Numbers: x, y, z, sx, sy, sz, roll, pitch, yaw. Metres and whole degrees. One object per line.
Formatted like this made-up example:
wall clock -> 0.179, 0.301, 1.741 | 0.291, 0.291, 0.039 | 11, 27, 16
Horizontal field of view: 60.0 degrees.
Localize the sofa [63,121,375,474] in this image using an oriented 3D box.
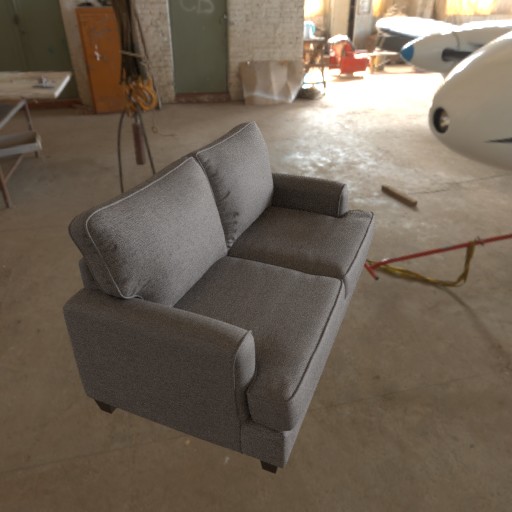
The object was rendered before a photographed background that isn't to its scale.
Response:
sofa -> 0.000, 0.000, 2.217 | 0.965, 0.965, 1.651 | 12, 33, 19
